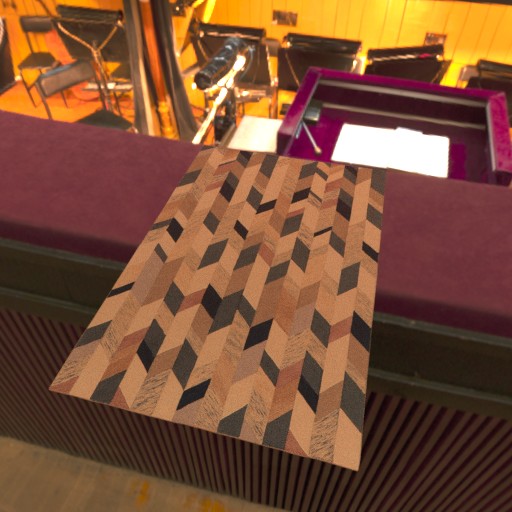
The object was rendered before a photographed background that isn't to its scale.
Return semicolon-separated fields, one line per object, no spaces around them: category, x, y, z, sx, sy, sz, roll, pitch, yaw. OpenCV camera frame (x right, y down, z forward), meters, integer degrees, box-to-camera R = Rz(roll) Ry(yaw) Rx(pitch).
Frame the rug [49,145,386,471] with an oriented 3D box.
rug;0.000;0.000;2.232;1.202;0.006;1.813;11;47;10
